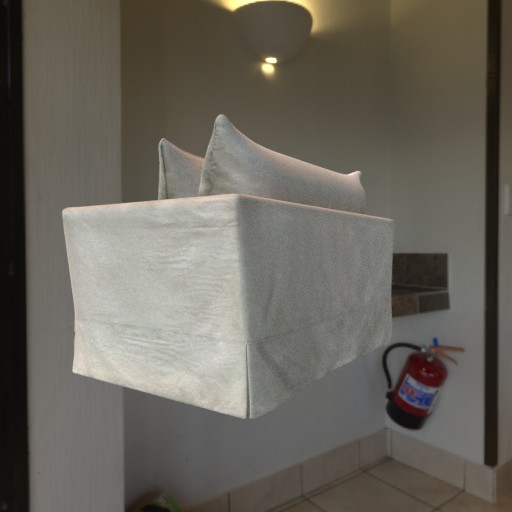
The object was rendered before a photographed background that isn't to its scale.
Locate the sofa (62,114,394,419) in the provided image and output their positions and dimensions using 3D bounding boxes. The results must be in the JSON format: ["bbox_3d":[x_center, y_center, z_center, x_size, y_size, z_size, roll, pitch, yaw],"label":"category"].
[{"bbox_3d":[0.000,0.000,2.329,1.035,1.040,1.608,1,1,34],"label":"sofa"}]
